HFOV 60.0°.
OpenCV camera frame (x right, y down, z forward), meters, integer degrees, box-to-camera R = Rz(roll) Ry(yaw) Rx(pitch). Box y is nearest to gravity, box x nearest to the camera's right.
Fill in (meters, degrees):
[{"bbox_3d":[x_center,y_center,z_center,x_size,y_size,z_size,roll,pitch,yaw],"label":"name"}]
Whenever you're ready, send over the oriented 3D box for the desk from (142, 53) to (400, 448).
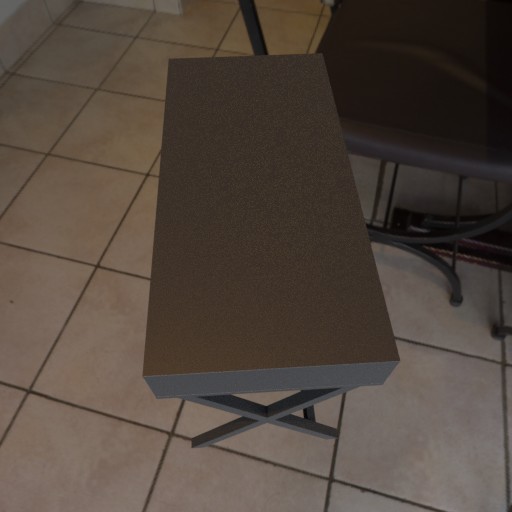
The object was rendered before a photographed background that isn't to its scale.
[{"bbox_3d":[0.000,0.000,1.481,0.504,0.780,1.057,-3,56,-2],"label":"desk"}]
